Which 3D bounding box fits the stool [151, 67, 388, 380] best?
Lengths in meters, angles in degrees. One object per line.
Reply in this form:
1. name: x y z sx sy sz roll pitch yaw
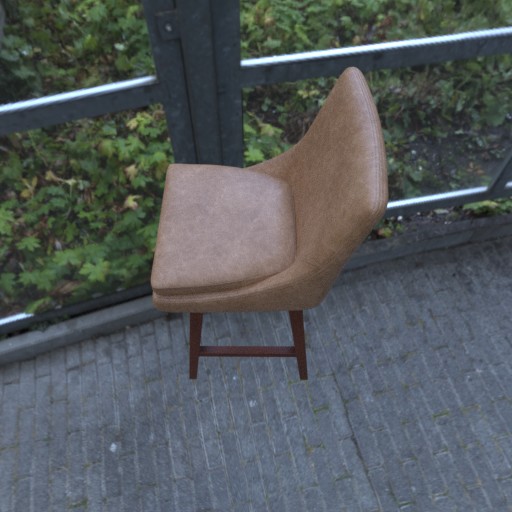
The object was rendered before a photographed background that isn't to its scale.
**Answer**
1. stool: 0.000 0.000 1.435 0.572 1.079 0.487 0 58 0
